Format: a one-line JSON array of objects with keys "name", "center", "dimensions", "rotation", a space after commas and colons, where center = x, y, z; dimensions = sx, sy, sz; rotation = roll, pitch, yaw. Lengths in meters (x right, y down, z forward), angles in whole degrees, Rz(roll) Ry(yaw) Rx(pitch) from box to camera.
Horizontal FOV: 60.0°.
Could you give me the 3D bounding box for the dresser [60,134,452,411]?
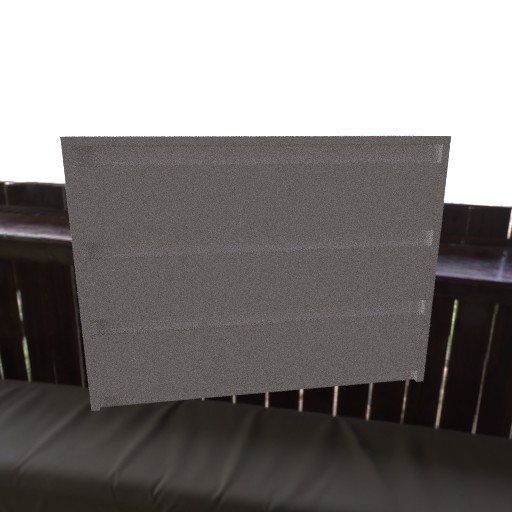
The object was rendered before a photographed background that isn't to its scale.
[{"name": "dresser", "center": [0.000, 0.000, 1.558], "dimensions": [1.100, 0.820, 0.460], "rotation": [-2, 16, -9]}]
